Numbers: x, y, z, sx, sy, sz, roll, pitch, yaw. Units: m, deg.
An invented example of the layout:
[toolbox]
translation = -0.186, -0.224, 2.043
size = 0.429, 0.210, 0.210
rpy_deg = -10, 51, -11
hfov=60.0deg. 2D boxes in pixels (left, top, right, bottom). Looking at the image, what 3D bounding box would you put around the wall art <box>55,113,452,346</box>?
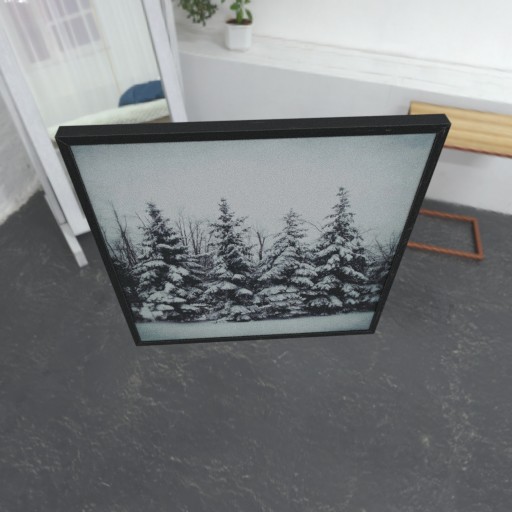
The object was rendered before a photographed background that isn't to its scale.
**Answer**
[wall art]
translation = 0.000, 0.000, 1.142
size = 0.761, 0.761, 0.037
rpy_deg = -3, 48, -2
